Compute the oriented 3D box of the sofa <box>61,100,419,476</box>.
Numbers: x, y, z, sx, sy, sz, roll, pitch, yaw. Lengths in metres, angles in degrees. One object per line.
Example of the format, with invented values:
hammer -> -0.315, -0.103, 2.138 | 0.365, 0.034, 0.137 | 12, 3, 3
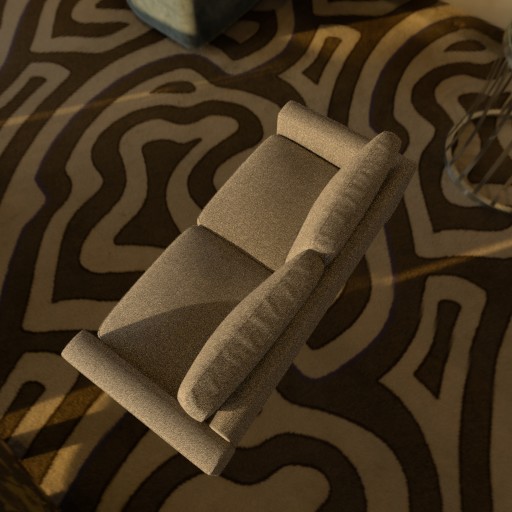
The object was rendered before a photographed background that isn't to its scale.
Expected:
sofa -> 0.000, 0.000, 2.650 | 1.016, 0.873, 2.179 | 32, 68, 15
